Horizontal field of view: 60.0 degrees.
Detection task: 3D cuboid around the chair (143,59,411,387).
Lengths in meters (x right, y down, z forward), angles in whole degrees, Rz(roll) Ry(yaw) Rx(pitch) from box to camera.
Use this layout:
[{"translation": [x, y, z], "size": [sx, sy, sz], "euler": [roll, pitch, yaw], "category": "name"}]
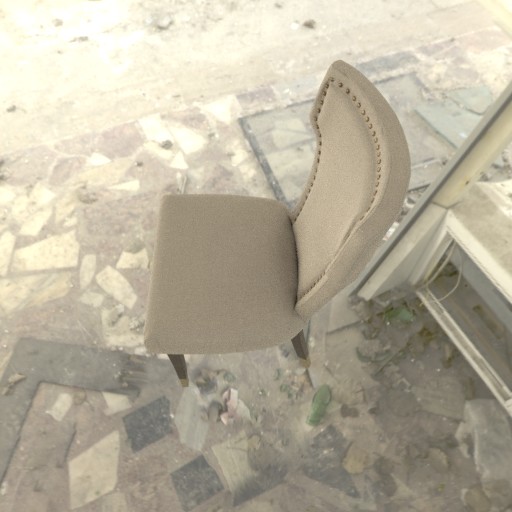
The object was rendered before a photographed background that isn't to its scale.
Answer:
[{"translation": [0.000, 0.000, 1.304], "size": [0.630, 0.950, 0.526], "euler": [-1, 59, 0], "category": "chair"}]
